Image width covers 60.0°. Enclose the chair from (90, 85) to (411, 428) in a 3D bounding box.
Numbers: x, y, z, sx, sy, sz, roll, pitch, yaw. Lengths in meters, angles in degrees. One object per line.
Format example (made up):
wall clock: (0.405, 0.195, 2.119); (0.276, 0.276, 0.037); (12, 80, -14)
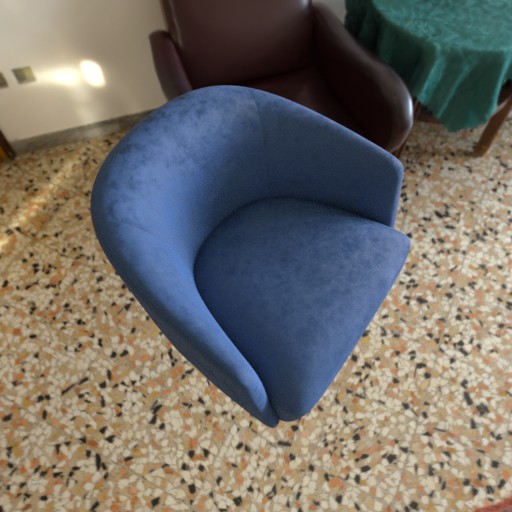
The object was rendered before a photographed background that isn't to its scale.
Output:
chair: (0.000, 0.000, 1.346); (0.767, 0.698, 0.773); (32, 64, 18)
